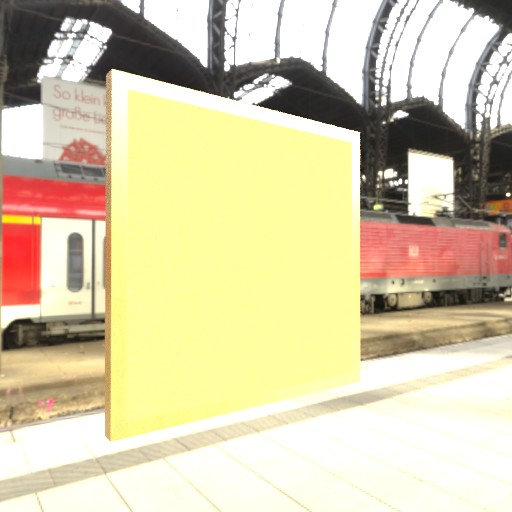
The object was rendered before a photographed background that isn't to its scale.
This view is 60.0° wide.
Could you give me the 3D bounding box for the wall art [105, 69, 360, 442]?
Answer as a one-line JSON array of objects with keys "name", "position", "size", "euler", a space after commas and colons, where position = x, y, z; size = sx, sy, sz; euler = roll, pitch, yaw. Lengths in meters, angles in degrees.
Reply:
[{"name": "wall art", "position": [0.000, 0.000, 2.912], "size": [1.935, 1.936, 0.097], "euler": [1, -1, -36]}]
